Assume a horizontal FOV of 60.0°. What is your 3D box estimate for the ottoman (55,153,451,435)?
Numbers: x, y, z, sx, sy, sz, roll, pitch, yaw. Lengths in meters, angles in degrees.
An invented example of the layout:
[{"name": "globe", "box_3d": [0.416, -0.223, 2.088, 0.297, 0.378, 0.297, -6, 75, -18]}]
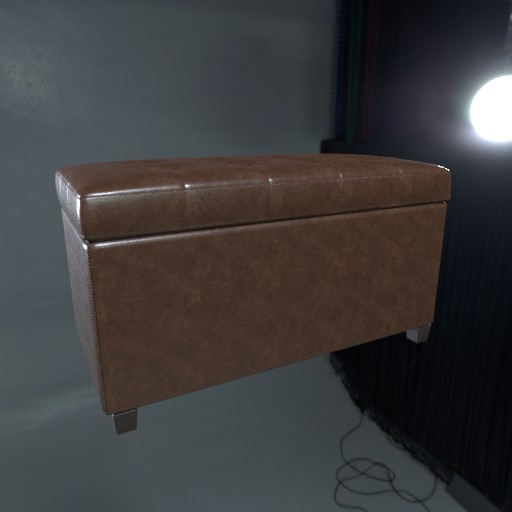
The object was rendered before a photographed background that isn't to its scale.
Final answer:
[{"name": "ottoman", "box_3d": [0.000, 0.000, 1.093, 0.838, 0.470, 0.432, -9, 19, -27]}]
